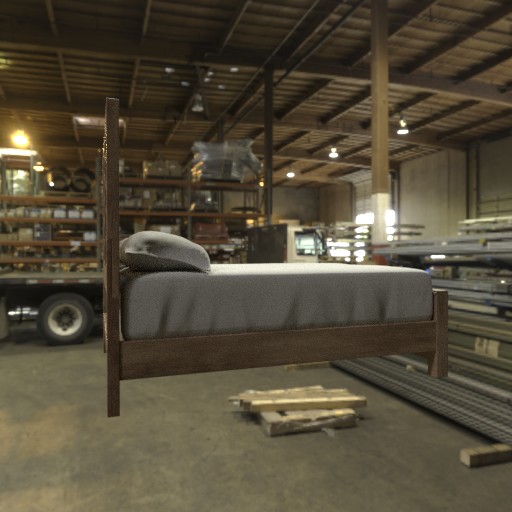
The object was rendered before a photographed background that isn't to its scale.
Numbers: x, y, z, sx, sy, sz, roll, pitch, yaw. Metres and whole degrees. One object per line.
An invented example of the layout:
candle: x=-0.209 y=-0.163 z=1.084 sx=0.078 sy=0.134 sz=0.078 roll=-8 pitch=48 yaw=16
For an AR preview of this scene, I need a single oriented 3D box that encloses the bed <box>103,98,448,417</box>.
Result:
bed: x=0.000 y=0.000 z=3.384 sx=2.197 sy=1.626 sz=1.626 roll=0 pitch=1 yaw=-20
